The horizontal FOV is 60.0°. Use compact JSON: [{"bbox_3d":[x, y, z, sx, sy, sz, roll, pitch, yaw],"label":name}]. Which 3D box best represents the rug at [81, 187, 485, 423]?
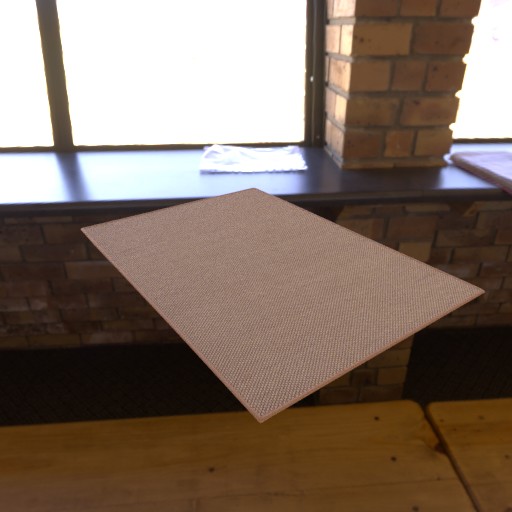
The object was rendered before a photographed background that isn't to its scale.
[{"bbox_3d":[0.000,0.000,2.762,1.524,0.013,2.134,-19,33,-32],"label":"rug"}]
